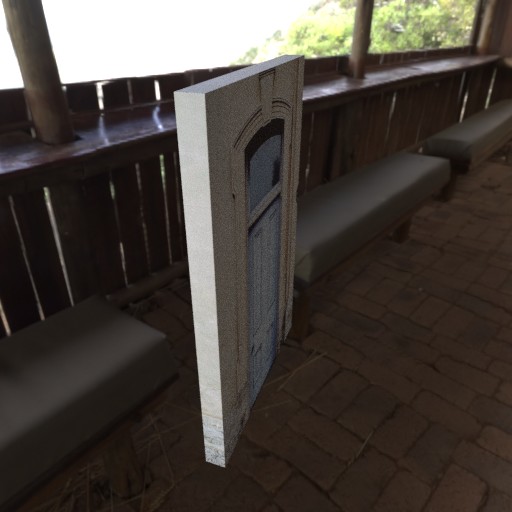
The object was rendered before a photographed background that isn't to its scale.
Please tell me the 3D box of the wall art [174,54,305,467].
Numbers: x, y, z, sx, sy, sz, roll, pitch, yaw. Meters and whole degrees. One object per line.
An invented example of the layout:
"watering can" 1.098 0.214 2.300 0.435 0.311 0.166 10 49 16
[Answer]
"wall art" 0.000 0.000 0.774 0.036 0.607 0.403 10 31 17
